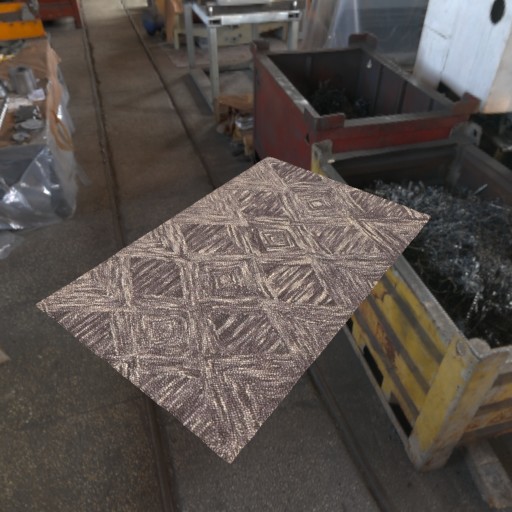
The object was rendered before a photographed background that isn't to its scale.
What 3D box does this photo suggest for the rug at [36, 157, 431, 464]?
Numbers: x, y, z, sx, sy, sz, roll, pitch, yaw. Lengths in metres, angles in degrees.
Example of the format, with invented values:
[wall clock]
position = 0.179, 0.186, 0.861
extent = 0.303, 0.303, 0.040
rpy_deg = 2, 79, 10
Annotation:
[rug]
position = 0.000, 0.000, 2.318
extent = 1.186, 0.012, 1.814
rpy_deg = 27, 47, 28
